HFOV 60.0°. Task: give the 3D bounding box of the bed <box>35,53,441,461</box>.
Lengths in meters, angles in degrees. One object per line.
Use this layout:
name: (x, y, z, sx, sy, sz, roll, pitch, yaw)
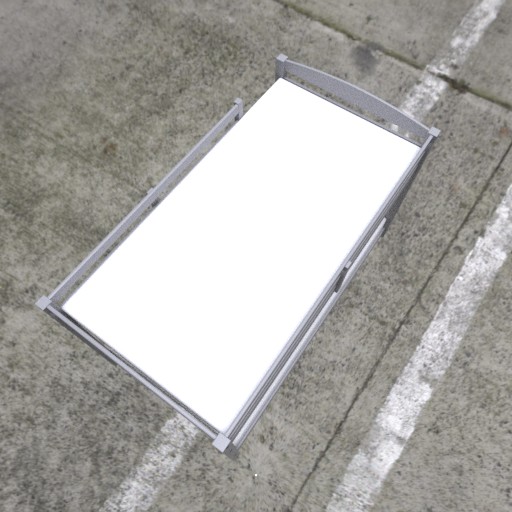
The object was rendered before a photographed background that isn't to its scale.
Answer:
bed: (0.000, 0.000, 2.744, 1.105, 1.206, 2.013, 32, 68, 15)
